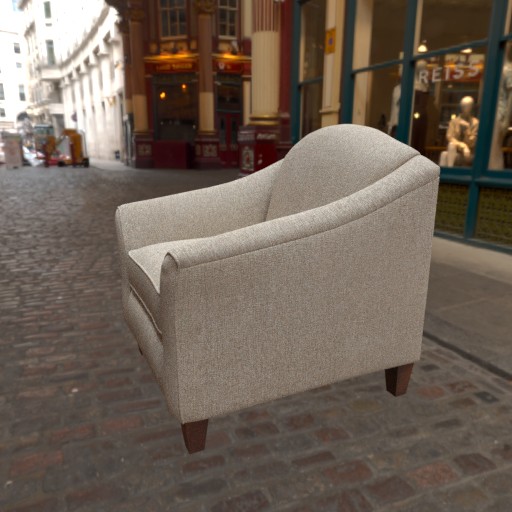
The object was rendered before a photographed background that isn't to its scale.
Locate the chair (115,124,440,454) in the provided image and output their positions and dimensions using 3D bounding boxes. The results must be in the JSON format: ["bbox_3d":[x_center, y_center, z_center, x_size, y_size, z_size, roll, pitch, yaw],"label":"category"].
[{"bbox_3d":[0.000,0.000,1.457,0.787,0.839,0.763,-7,17,-25],"label":"chair"}]
